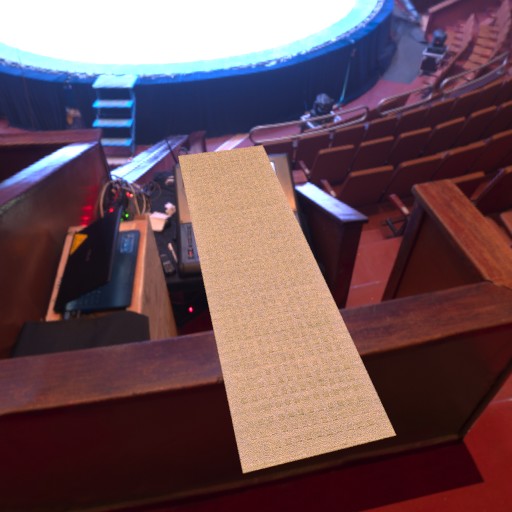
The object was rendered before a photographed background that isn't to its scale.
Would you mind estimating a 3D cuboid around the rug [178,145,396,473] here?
[{"bbox_3d":[0.000,0.000,2.723,0.686,0.006,2.437,-10,46,-9],"label":"rug"}]
